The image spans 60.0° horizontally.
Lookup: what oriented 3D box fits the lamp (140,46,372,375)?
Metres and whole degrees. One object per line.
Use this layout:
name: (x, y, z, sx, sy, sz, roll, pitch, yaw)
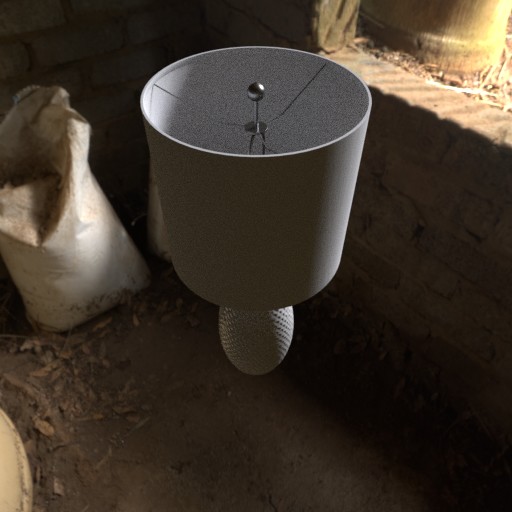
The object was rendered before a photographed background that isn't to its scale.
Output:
lamp: (0.000, 0.000, 0.581, 0.214, 0.466, 0.214, 11, 47, 10)
